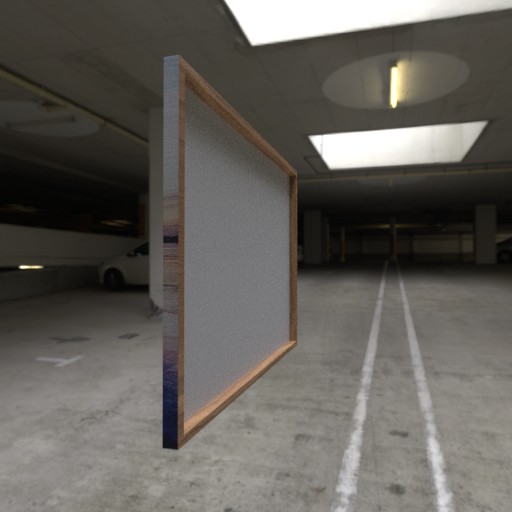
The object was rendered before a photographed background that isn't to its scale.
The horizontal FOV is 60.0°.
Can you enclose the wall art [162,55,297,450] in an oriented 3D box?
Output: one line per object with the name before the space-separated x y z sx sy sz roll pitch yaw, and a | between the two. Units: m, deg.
wall art | 0.000 0.000 0.741 0.018 0.402 0.604 0 -1 17
